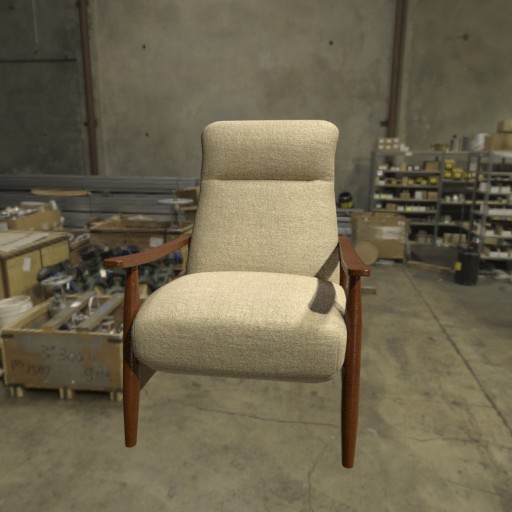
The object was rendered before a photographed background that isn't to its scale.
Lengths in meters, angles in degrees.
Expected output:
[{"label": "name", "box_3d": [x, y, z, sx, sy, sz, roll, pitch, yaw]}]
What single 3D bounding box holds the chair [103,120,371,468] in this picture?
[{"label": "chair", "box_3d": [0.000, 0.000, 1.735, 0.762, 1.082, 1.014, 2, 13, 8]}]
